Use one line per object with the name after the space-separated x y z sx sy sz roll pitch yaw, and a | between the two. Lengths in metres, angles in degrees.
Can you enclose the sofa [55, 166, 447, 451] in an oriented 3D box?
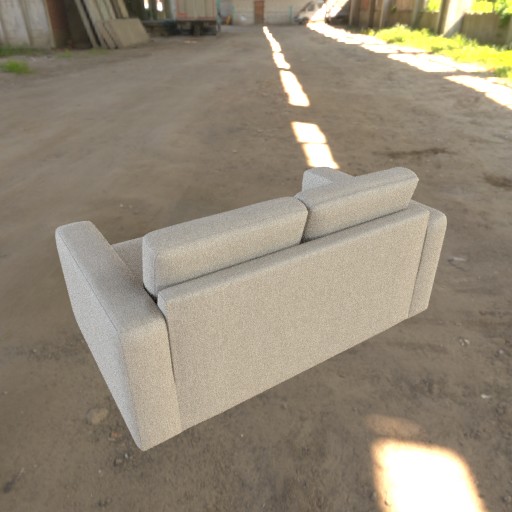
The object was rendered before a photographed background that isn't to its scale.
0.000 0.000 2.039 1.540 0.800 0.900 -18 34 -28 | sofa
